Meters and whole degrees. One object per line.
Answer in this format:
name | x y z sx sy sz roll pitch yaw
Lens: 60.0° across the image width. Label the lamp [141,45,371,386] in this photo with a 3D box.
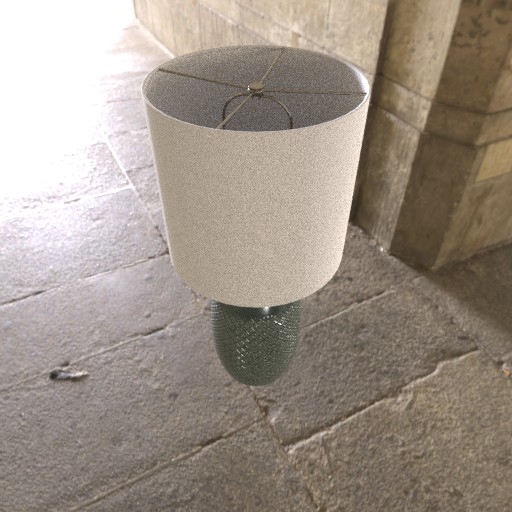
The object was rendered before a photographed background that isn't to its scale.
lamp | 0.000 0.000 0.576 0.217 0.453 0.217 12 43 13
